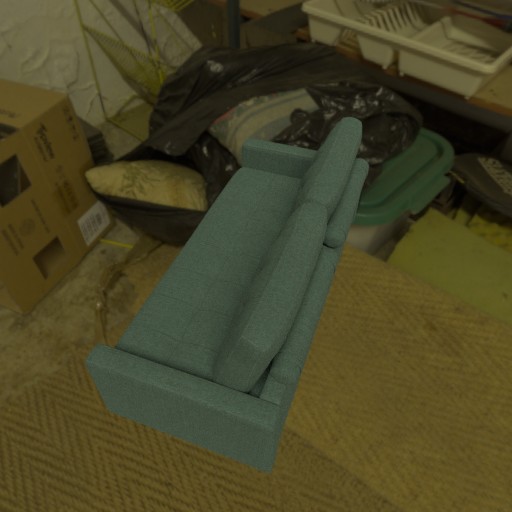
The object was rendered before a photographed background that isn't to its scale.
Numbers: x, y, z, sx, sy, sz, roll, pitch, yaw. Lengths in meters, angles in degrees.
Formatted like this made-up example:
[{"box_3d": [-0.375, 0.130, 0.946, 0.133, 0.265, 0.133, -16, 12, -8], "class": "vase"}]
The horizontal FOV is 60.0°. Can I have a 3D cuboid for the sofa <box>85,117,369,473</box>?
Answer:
[{"box_3d": [0.000, 0.000, 2.602, 0.966, 1.050, 2.010, 15, 47, 14], "class": "sofa"}]
